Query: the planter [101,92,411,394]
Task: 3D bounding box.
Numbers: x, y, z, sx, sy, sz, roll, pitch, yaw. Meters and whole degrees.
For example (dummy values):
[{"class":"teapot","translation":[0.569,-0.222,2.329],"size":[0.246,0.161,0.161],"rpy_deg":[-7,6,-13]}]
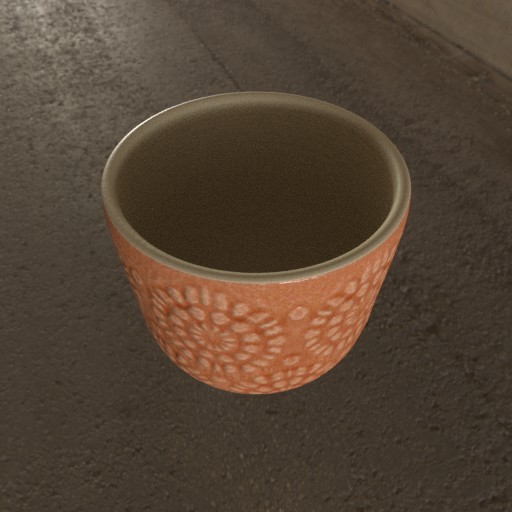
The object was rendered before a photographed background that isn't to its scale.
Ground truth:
[{"class":"planter","translation":[0.000,0.000,0.219],"size":[0.124,0.109,0.124],"rpy_deg":[0,48,0]}]
